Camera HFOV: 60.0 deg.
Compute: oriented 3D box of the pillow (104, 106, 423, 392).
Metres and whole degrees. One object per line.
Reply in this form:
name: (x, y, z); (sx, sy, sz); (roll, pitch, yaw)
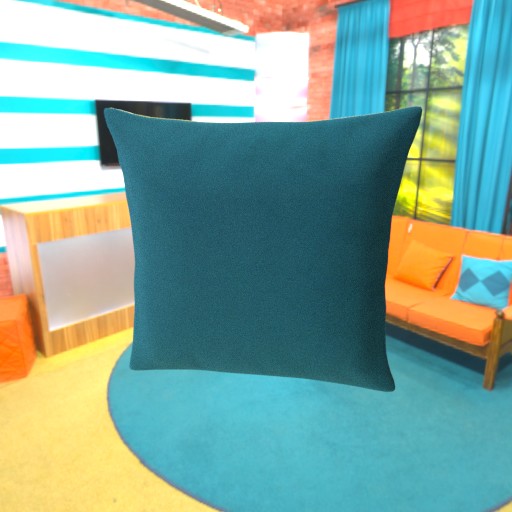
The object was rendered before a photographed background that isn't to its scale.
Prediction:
pillow: (0.000, 0.000, 0.795); (0.525, 0.508, 0.166); (2, 16, 8)
